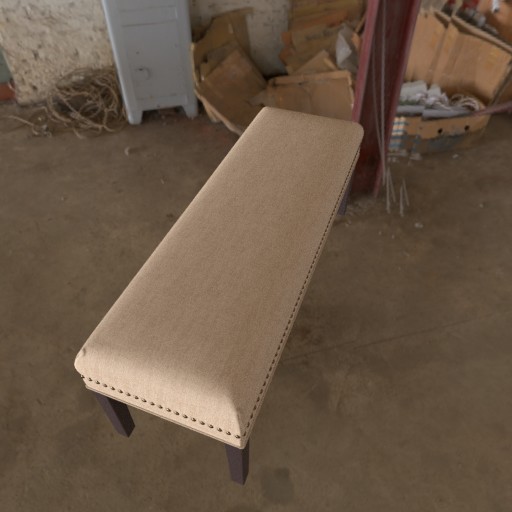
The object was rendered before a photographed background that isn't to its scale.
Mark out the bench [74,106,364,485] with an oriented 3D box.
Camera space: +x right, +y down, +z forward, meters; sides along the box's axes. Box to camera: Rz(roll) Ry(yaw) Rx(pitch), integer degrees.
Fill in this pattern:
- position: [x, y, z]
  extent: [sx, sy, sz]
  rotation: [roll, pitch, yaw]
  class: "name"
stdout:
- position: [0.000, 0.000, 1.446]
  extent: [0.410, 0.457, 1.219]
  rotation: [15, 48, 14]
  class: "bench"
